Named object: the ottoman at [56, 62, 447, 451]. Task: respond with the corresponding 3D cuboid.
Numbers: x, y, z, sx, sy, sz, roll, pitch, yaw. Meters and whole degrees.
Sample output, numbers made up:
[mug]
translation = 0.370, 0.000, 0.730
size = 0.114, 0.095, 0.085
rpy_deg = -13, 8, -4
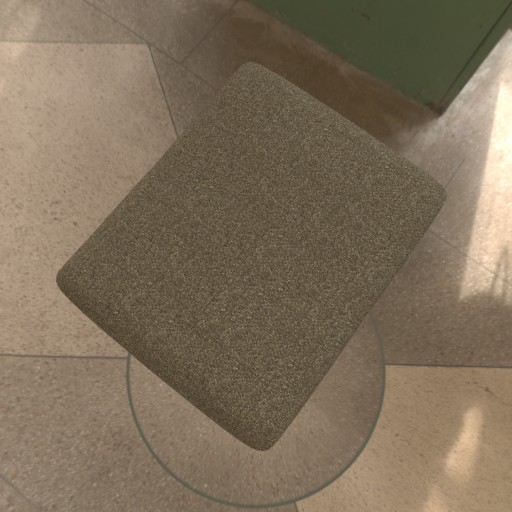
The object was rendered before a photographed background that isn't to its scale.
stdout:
[ottoman]
translation = 0.000, 0.000, 1.157
size = 0.598, 0.476, 0.742
rpy_deg = 37, 79, 8
